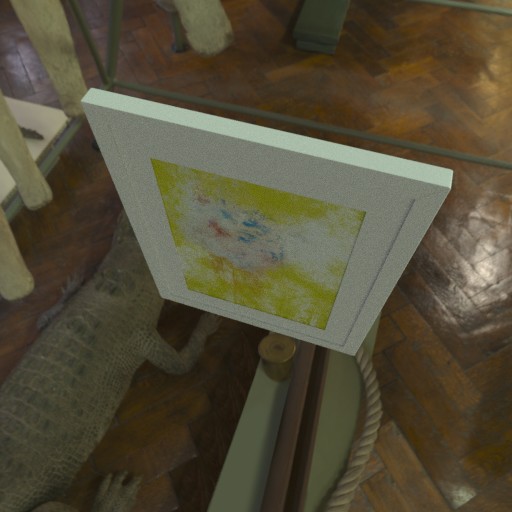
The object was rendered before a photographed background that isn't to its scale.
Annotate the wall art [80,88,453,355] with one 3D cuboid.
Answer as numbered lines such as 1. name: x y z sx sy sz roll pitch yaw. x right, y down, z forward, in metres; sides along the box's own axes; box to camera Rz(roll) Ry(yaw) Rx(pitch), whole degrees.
1. wall art: 0.000 0.000 0.760 0.454 0.556 0.028 16 60 9
